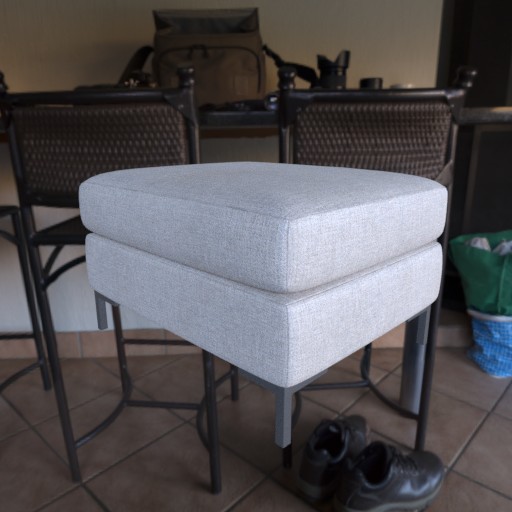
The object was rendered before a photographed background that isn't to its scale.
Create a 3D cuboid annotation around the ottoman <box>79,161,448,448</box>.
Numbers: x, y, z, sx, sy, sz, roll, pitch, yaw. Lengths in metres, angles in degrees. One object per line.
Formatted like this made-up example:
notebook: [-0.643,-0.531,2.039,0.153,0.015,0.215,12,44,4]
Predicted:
ottoman: [0.000,0.000,1.251,0.820,0.490,0.671,15,22,43]
